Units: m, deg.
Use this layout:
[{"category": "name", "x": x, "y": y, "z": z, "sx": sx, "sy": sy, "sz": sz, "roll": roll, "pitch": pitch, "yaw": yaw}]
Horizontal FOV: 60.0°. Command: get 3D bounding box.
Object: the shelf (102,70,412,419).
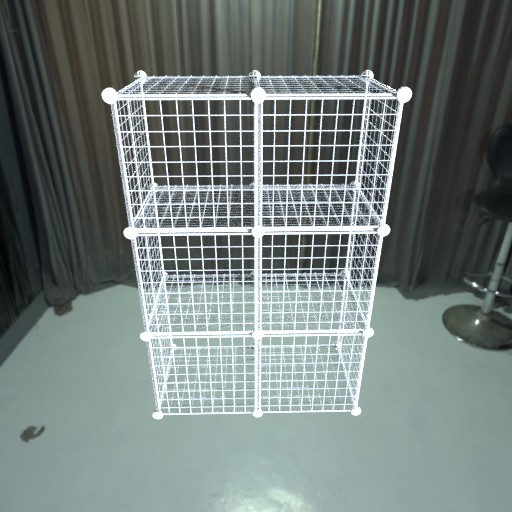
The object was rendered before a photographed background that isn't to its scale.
[{"category": "shelf", "x": 0.000, "y": 0.000, "z": 1.421, "sx": 0.711, "sy": 1.067, "sz": 0.356, "roll": -1, "pitch": 29, "yaw": -1}]
